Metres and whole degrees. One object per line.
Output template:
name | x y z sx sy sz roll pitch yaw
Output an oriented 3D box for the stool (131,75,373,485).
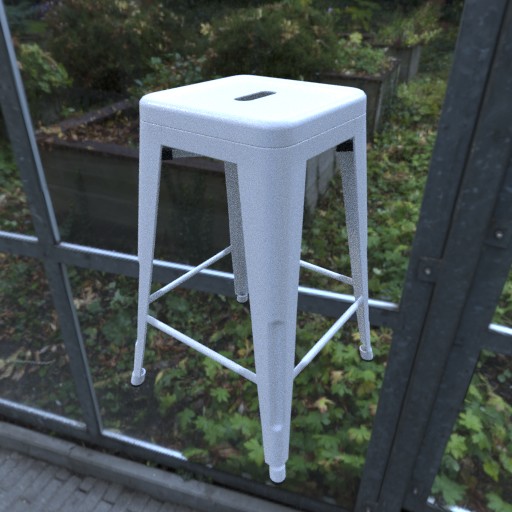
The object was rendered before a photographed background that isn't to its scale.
stool | 0.000 0.000 0.865 0.406 0.610 0.406 21 37 31
